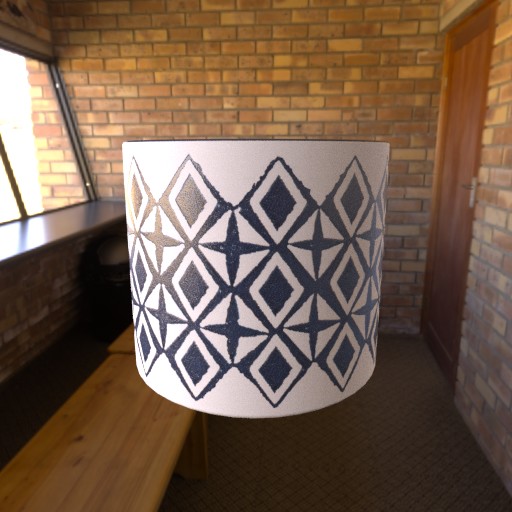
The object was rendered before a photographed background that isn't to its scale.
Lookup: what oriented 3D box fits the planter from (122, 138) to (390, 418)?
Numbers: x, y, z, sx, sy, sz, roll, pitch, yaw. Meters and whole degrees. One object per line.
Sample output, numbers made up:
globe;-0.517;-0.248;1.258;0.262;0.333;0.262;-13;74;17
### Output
planter;0.000;0.000;0.331;0.182;0.165;0.182;0;13;0
